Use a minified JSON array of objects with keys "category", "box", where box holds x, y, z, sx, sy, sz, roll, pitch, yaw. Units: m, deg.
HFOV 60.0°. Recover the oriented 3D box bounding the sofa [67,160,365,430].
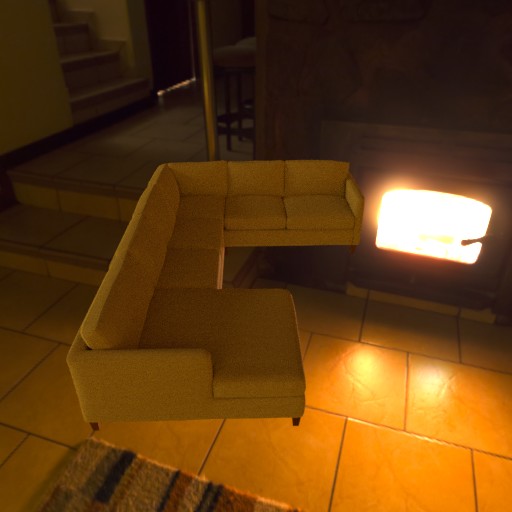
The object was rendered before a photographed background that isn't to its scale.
[{"category":"sofa","box":[0.000,0.000,4.472,2.594,0.961,3.460,-1,31,-1]}]
